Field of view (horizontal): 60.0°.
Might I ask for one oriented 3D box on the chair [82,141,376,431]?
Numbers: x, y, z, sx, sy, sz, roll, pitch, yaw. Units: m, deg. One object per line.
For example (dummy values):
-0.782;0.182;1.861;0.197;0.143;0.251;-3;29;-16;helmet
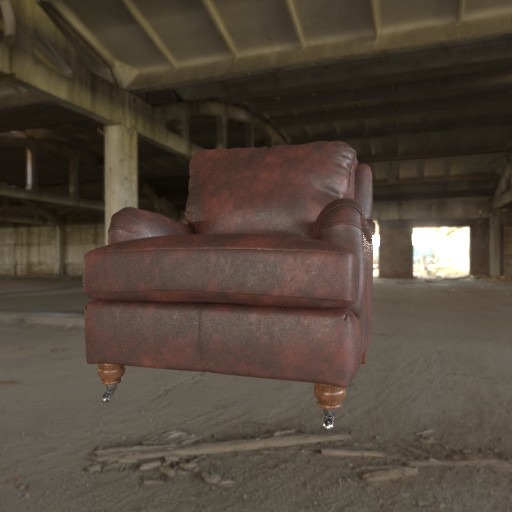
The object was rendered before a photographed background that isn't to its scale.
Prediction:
0.000;0.000;1.941;0.987;1.051;1.156;0;0;19;chair
